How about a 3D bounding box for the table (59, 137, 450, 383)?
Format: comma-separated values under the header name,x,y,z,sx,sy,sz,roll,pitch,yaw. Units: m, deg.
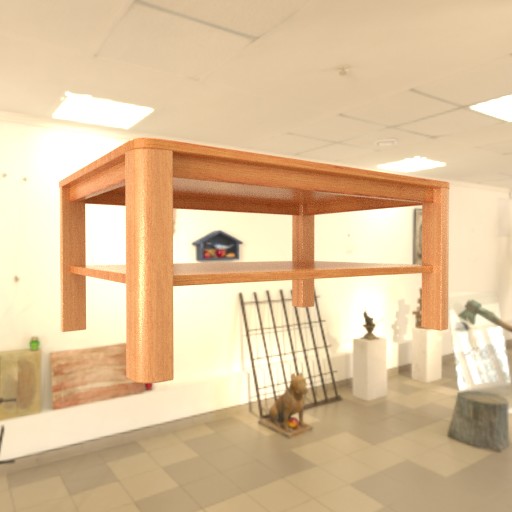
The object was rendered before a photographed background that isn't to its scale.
name,x,y,z,sx,sy,sz,roll,pitch,yaw
table,0.000,0.000,1.354,0.997,0.445,0.696,-1,1,-35
